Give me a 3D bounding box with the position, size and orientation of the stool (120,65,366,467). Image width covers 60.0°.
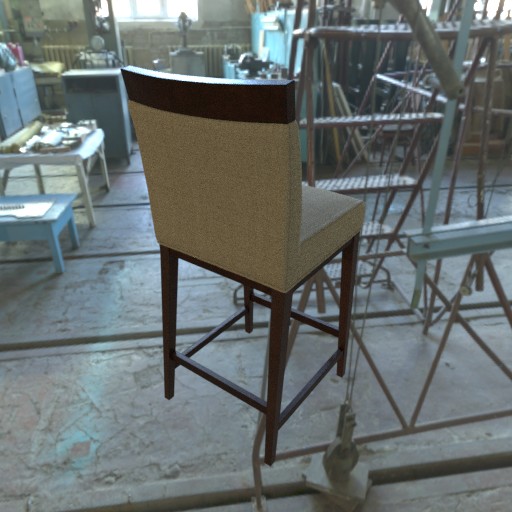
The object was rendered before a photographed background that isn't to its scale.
[{"bbox_3d":[0.000,0.000,1.271,0.463,1.011,0.480,20,34,32],"label":"stool"}]
